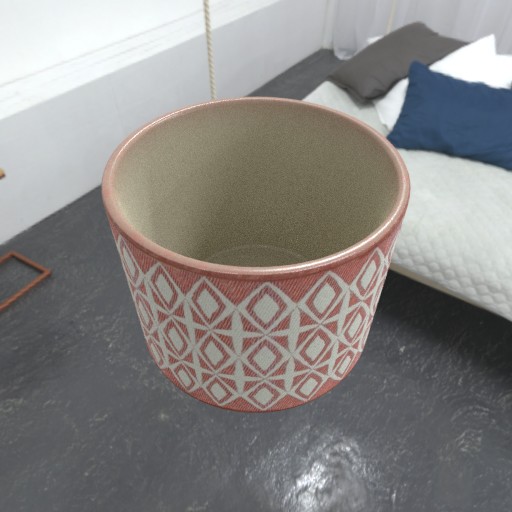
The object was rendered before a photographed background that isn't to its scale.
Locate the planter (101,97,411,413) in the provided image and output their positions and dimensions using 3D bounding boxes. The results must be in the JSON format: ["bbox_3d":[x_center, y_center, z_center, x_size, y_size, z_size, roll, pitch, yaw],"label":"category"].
[{"bbox_3d":[0.000,0.000,0.485,0.273,0.237,0.273,0,45,0],"label":"planter"}]
